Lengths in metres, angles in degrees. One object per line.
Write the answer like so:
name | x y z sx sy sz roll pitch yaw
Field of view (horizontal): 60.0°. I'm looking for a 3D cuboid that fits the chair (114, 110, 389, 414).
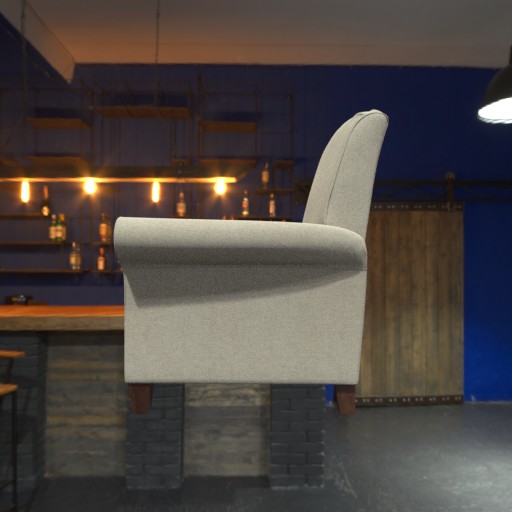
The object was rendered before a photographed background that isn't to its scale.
chair | 0.000 0.000 1.835 0.905 1.061 0.978 0 -1 0
